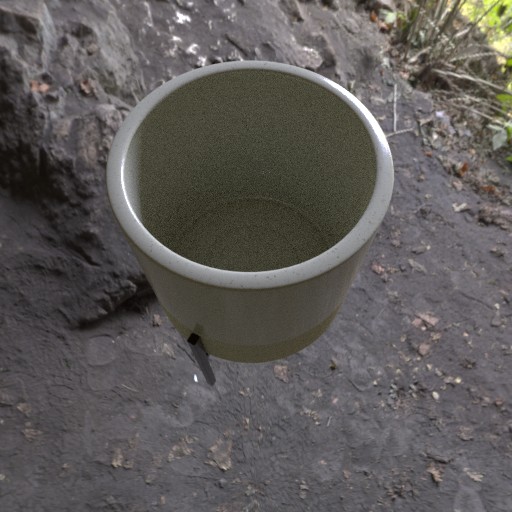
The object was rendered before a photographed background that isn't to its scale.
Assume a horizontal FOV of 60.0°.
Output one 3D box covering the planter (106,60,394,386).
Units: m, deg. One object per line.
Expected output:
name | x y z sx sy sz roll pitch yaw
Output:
planter | 0.000 0.000 0.337 0.159 0.230 0.152 -2 63 -1
